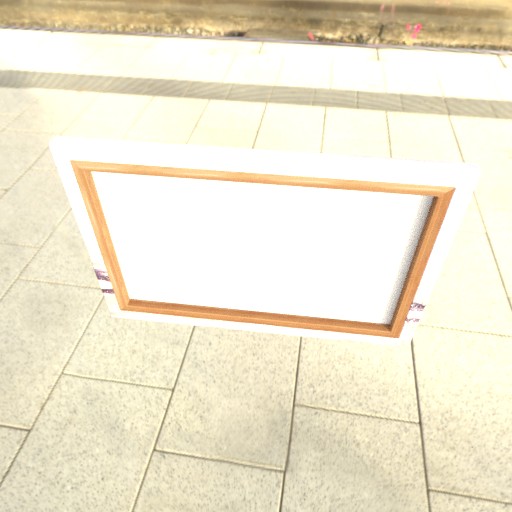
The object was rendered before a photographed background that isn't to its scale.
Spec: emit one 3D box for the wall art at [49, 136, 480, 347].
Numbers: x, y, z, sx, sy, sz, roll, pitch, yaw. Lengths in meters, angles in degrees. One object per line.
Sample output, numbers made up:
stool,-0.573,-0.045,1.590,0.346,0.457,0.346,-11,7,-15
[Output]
wall art,0.000,0.000,1.152,0.913,0.609,0.038,5,44,5
